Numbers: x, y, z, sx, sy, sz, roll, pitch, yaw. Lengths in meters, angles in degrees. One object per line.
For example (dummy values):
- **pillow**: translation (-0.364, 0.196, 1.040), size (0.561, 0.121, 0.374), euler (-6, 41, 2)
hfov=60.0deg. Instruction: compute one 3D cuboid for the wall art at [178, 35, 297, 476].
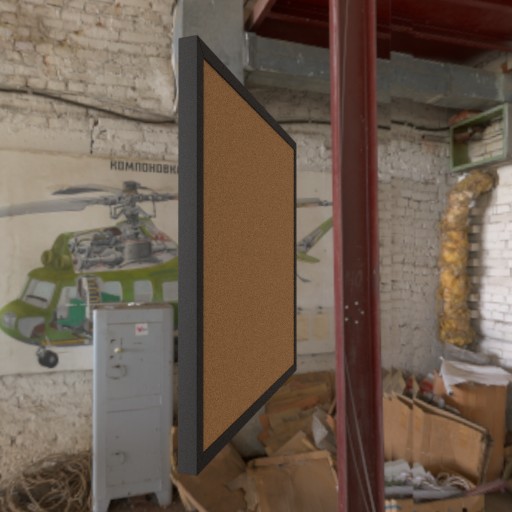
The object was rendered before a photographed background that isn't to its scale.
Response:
- **wall art**: translation (0.000, 0.000, 1.133), size (0.037, 0.763, 0.763), euler (0, 0, 18)
